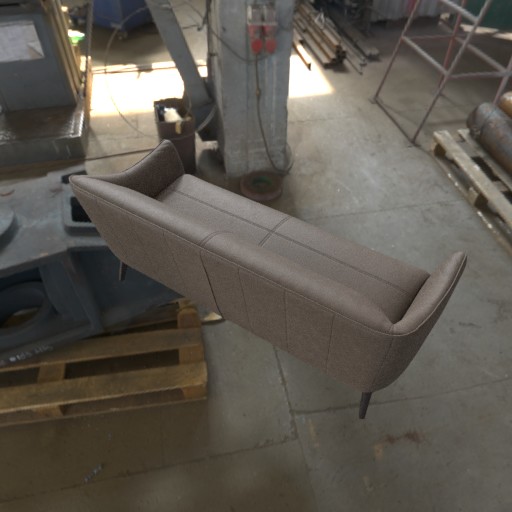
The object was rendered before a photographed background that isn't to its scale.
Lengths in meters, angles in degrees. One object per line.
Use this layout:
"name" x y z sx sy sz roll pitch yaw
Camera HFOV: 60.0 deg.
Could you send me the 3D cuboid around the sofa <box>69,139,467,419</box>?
"sofa" 0.000 0.000 2.395 1.928 0.831 0.869 25 50 23
